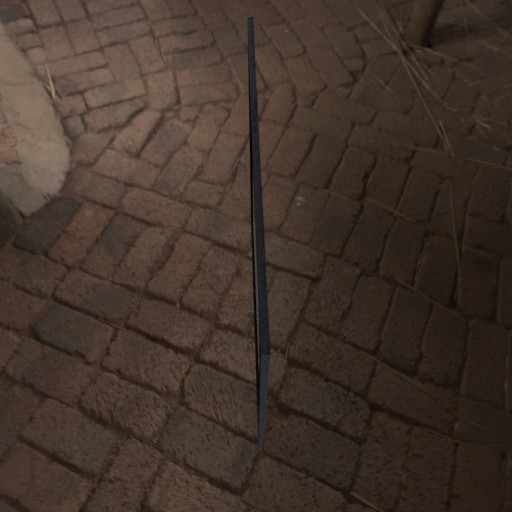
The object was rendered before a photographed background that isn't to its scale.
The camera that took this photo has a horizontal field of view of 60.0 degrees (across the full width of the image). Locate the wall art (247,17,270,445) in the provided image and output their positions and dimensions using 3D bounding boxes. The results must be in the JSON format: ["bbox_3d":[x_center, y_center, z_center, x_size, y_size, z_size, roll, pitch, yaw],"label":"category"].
[{"bbox_3d":[0.000,0.000,1.187,0.013,0.823,0.823,-2,59,-1],"label":"wall art"}]
